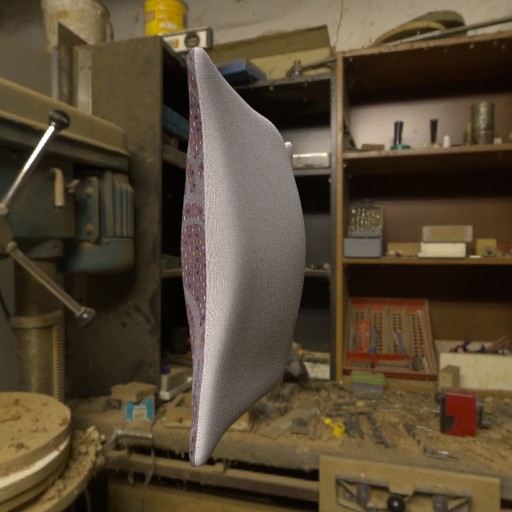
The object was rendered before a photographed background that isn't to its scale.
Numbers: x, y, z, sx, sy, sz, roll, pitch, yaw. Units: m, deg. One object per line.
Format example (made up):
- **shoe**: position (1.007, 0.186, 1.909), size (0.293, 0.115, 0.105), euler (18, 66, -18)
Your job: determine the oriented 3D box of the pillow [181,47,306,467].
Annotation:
- **pillow**: position (0.000, 0.000, 0.780), size (0.163, 0.513, 0.514), euler (0, 1, 17)
